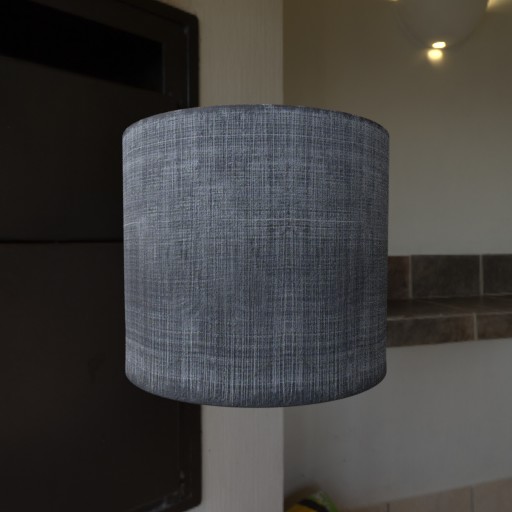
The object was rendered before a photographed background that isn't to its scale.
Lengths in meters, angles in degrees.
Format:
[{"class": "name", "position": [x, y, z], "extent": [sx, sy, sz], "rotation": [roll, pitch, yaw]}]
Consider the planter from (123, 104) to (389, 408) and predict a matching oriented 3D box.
[{"class": "planter", "position": [0.000, 0.000, 0.443], "extent": [0.254, 0.221, 0.254], "rotation": [0, 1, 0]}]
